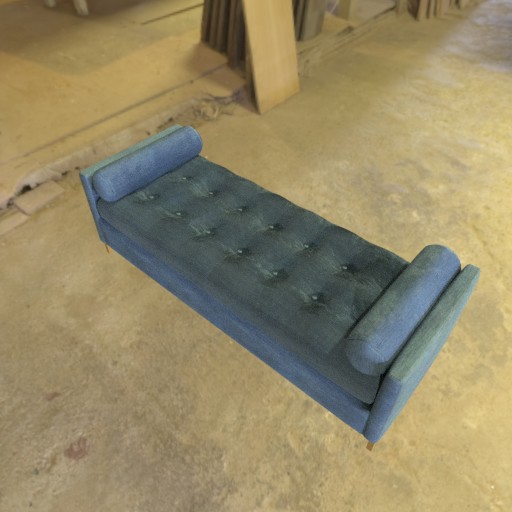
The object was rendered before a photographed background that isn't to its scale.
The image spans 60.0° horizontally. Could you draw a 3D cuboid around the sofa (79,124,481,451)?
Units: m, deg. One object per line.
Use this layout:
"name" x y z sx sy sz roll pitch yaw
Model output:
"sofa" 0.000 0.000 2.504 2.102 0.705 0.796 31 52 28
